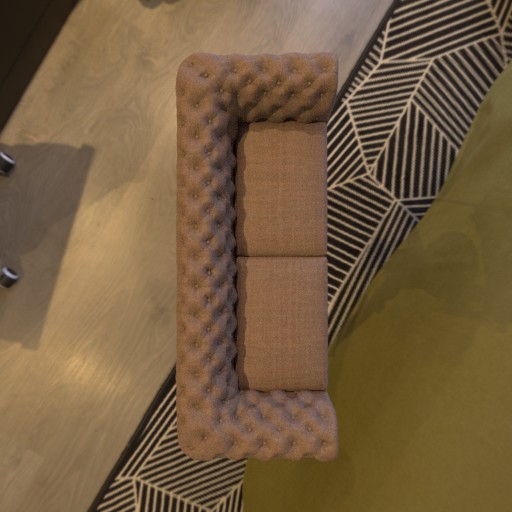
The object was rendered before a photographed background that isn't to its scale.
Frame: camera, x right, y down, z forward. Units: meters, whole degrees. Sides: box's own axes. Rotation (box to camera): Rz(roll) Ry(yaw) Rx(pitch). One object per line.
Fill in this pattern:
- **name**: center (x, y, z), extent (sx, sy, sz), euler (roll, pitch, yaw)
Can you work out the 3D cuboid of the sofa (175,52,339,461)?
- **sofa**: center (0.000, 0.000, 2.850), extent (0.944, 0.787, 2.385), euler (0, 90, 0)
